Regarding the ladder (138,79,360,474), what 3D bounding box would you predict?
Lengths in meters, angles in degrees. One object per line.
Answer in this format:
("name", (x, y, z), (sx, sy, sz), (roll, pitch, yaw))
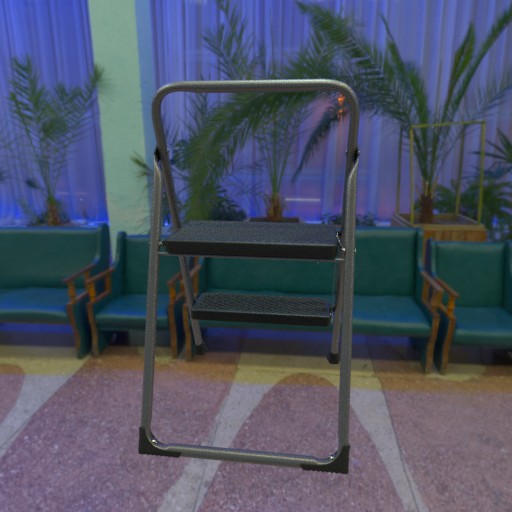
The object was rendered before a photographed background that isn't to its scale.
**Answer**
("ladder", (0.000, 0.000, 0.988), (0.430, 0.720, 0.472), (2, 16, 7))
